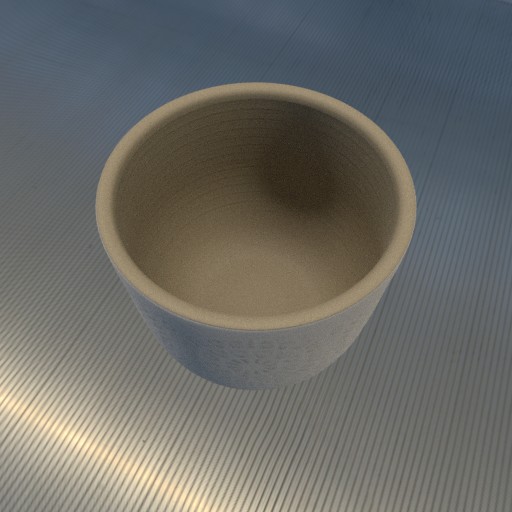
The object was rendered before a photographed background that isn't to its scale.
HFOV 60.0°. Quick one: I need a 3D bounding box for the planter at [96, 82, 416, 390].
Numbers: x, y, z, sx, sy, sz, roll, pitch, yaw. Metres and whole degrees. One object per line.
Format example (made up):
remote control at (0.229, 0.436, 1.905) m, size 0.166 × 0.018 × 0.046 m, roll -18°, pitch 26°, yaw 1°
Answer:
planter at (0.000, 0.000, 0.220) m, size 0.124 × 0.109 × 0.124 m, roll 0°, pitch 58°, yaw 0°
